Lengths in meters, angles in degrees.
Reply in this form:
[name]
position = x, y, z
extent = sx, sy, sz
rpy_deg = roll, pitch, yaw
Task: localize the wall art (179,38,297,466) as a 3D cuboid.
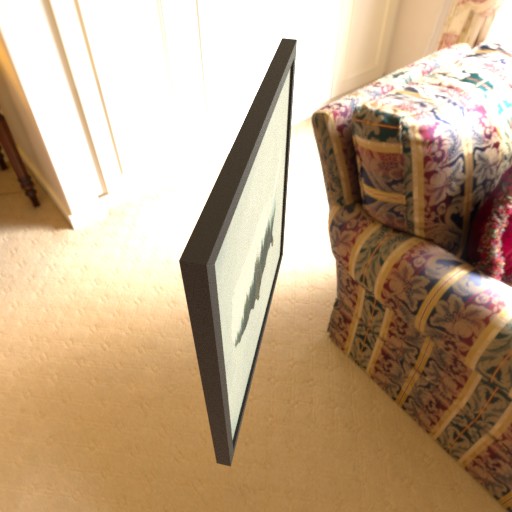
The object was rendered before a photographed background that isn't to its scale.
[wall art]
position = 0.000, 0.000, 1.108
extent = 0.038, 0.763, 0.763
rpy_deg = 9, 47, 9
